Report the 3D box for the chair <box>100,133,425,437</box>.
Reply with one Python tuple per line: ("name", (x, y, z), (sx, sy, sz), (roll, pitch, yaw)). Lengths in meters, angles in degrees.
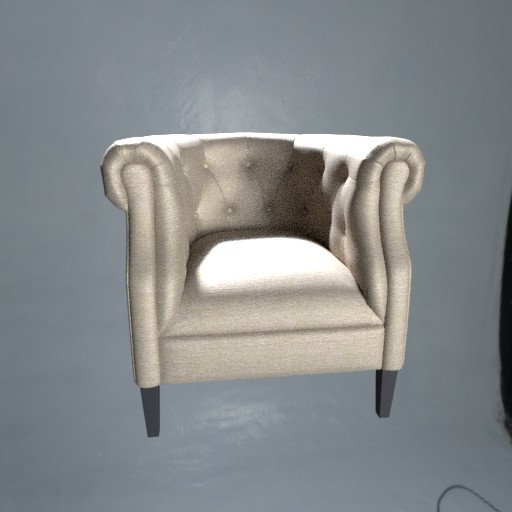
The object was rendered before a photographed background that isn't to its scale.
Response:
("chair", (0.000, 0.000, 1.561), (0.905, 0.827, 0.852), (-2, 16, -7))
